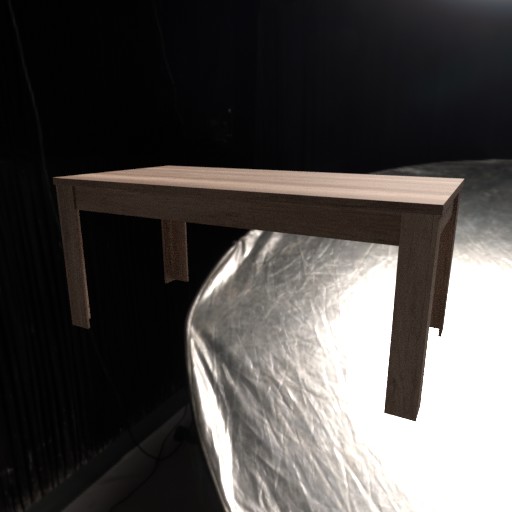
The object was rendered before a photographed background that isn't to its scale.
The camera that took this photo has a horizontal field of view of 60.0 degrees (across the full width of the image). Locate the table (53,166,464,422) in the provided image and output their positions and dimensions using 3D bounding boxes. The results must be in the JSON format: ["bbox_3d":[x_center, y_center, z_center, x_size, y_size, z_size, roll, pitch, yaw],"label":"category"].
[{"bbox_3d":[0.000,0.000,2.273,1.800,0.790,0.900,8,18,27],"label":"table"}]
